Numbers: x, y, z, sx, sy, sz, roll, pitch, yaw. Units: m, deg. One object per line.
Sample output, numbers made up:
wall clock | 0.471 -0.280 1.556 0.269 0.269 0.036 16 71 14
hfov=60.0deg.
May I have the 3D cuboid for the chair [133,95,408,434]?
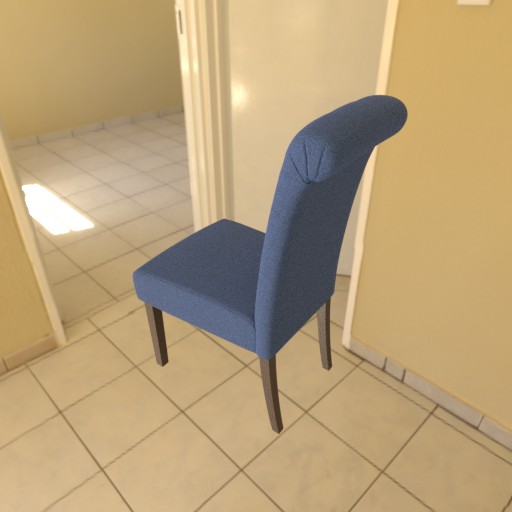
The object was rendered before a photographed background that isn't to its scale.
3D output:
chair | 0.000 0.000 1.389 0.671 1.006 0.456 22 38 30
